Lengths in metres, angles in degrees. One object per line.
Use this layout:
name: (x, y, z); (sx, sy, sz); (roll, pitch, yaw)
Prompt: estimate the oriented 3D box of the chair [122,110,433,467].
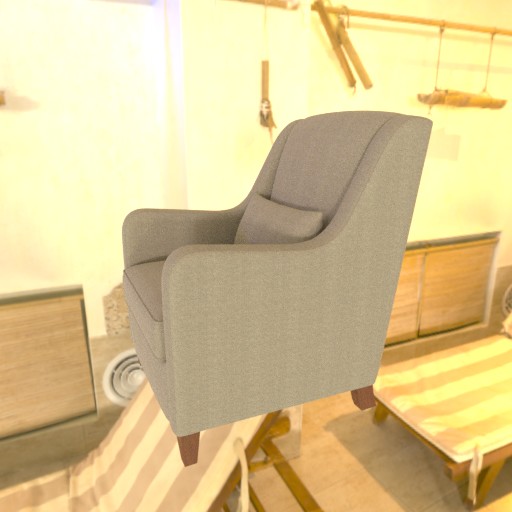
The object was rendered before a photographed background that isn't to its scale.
chair: (0.000, 0.000, 1.612); (0.890, 1.017, 0.715); (-8, 18, -24)
